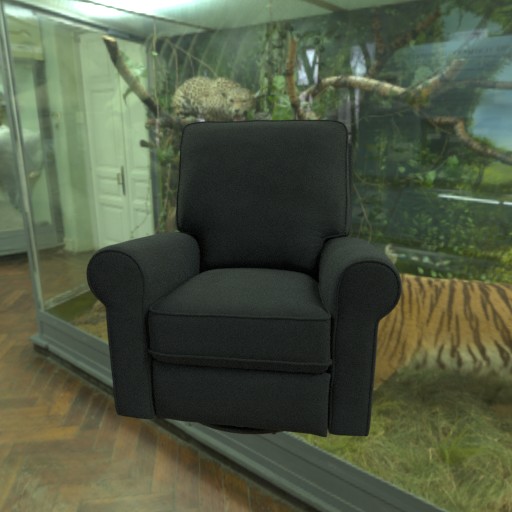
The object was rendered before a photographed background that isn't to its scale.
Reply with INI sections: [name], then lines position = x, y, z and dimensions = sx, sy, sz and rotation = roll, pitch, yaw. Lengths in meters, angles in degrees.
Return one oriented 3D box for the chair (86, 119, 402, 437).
[chair]
position = 0.000, 0.000, 1.615
dimensions = 0.890, 0.961, 0.878
rotation = 2, 16, 7
